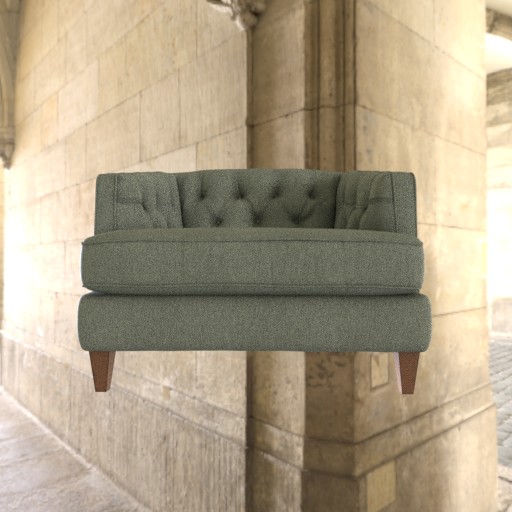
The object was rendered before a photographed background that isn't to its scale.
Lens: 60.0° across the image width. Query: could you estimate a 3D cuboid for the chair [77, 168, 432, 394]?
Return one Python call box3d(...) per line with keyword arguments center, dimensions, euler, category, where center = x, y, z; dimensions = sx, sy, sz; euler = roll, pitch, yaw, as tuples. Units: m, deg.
box3d(center=(0.000, 0.000, 1.734), dimensions=(1.094, 0.852, 0.945), euler=(0, -1, 1), category="chair")
